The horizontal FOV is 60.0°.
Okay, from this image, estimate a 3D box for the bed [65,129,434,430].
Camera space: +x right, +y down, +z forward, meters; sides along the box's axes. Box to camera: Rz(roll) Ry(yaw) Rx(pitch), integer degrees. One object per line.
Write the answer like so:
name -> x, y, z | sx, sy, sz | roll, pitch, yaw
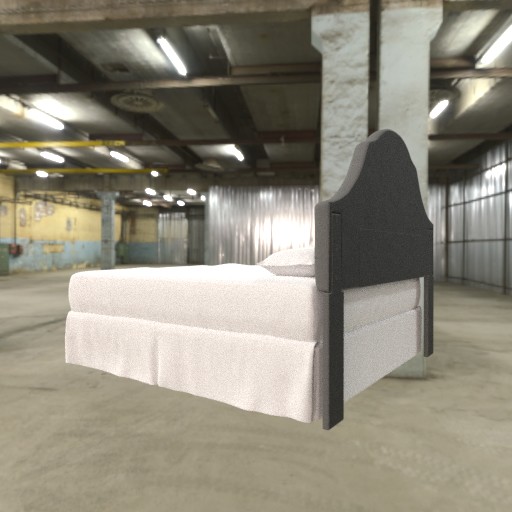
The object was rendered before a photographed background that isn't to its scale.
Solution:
bed -> 0.000, 0.000, 3.498 | 2.214, 1.615, 2.008 | 0, 0, 35
